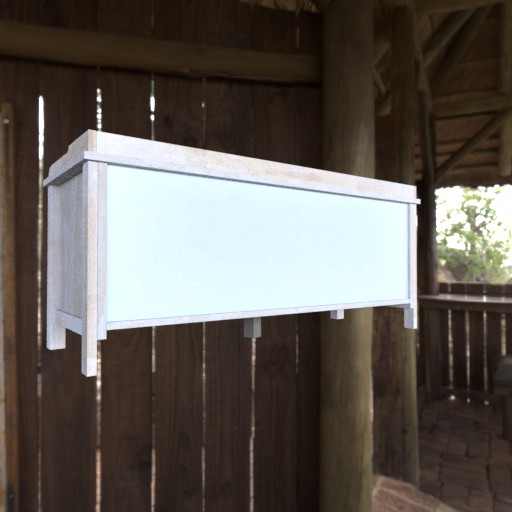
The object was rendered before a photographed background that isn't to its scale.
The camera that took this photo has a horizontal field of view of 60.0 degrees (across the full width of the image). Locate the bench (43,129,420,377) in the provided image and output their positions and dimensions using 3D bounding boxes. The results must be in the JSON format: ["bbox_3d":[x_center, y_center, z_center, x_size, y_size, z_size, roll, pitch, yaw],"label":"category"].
[{"bbox_3d":[0.000,0.000,1.377,1.140,0.501,0.398,1,-1,-36],"label":"bench"}]
